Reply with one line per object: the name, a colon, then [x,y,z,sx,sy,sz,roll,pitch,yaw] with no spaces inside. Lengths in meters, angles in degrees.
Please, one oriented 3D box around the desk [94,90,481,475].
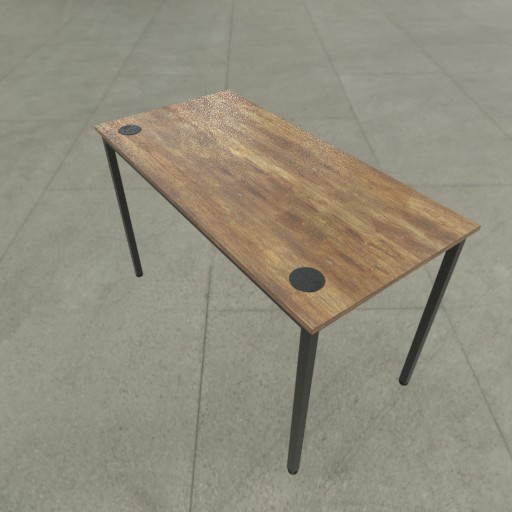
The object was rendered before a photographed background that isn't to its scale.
desk: [0.000,0.000,1.649,0.600,0.749,1.200,-26,47,-27]
